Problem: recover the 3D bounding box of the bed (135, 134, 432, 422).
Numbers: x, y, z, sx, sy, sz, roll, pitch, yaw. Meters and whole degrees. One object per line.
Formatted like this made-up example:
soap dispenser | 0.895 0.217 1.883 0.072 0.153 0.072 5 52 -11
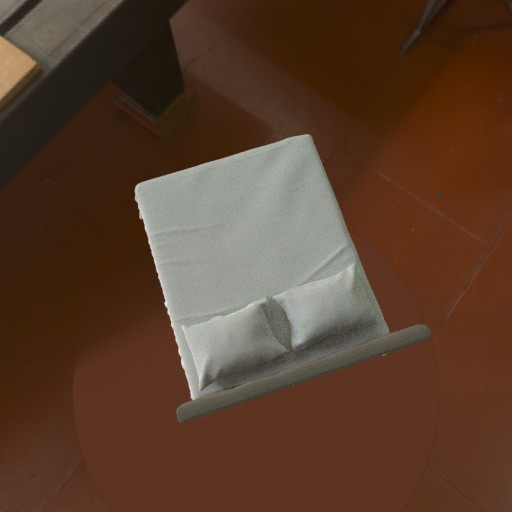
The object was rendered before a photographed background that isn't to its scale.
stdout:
bed | 0.000 0.000 3.661 1.936 1.577 2.222 -17 76 -5
